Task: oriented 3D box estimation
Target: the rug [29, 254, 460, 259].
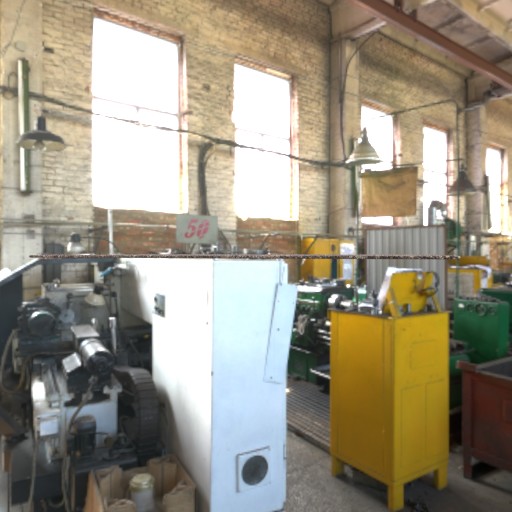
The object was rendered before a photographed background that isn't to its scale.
[{"bbox_3d":[0.000,0.000,2.298,1.814,0.012,1.186,0,0,18],"label":"rug"}]
